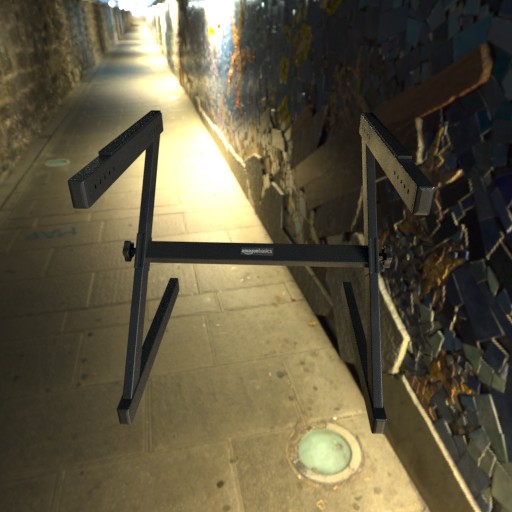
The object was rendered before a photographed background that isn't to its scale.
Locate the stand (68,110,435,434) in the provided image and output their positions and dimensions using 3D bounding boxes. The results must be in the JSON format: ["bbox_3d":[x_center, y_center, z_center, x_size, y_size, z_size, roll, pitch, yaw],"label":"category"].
[{"bbox_3d":[0.000,0.000,1.148,0.700,0.617,0.586,1,29,2],"label":"stand"}]
